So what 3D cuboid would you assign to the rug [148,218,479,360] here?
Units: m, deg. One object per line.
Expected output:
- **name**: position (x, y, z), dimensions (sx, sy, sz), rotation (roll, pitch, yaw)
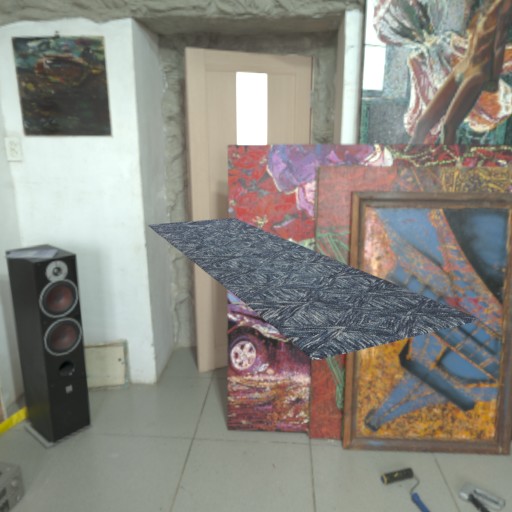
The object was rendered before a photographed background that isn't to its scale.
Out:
- **rug**: position (0.000, 0.000, 2.452), dimensions (0.719, 0.013, 2.306), rotation (-7, 16, -24)
